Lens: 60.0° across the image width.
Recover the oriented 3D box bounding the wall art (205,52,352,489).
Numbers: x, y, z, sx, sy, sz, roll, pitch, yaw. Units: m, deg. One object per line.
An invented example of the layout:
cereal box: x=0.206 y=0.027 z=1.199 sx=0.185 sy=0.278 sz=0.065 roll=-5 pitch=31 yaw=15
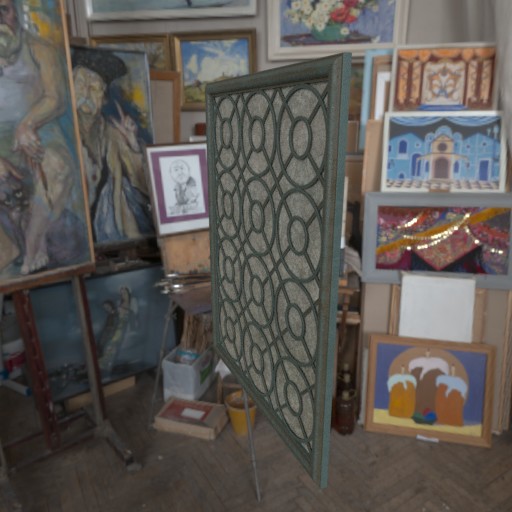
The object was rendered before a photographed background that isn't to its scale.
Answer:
wall art: x=0.000 y=0.000 z=1.278 sx=0.030 sy=0.983 sz=0.767 roll=-8 pitch=19 yaw=-24
